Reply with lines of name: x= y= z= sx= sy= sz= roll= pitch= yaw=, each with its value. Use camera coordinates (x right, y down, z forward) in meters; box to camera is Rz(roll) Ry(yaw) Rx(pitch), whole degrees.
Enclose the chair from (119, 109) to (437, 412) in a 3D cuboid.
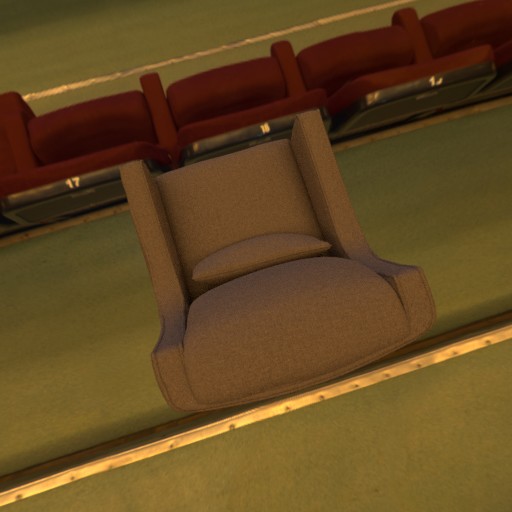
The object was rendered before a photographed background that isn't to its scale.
chair: x=0.000 y=0.000 z=1.563 sx=0.732 sy=0.993 sz=0.879 roll=-17 pitch=77 yaw=-4
